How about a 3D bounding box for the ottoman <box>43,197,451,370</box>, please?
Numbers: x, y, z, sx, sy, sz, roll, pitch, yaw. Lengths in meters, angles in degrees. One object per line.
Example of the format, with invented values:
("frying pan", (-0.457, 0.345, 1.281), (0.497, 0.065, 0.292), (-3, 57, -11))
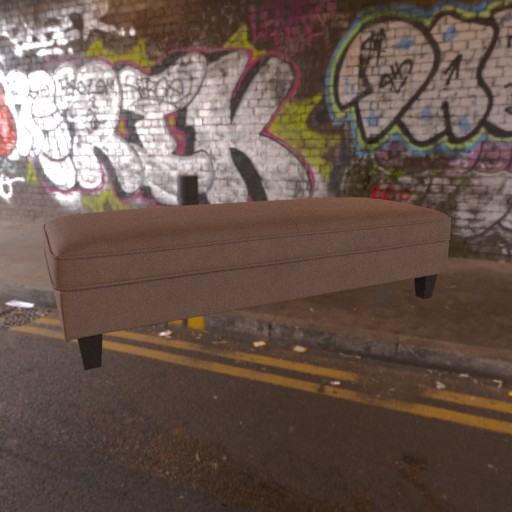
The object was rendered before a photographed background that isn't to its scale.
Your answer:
("ottoman", (0.000, 0.000, 2.061), (1.764, 0.470, 0.751), (-7, 15, -26))
